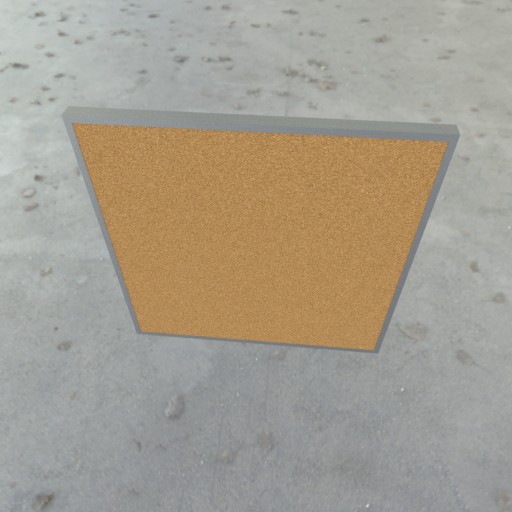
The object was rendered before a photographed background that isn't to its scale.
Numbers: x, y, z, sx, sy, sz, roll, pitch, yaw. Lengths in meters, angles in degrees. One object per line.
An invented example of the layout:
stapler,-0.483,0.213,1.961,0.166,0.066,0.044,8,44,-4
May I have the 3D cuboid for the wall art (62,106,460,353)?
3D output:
wall art,0.000,0.000,1.198,0.806,0.806,0.038,4,47,4
